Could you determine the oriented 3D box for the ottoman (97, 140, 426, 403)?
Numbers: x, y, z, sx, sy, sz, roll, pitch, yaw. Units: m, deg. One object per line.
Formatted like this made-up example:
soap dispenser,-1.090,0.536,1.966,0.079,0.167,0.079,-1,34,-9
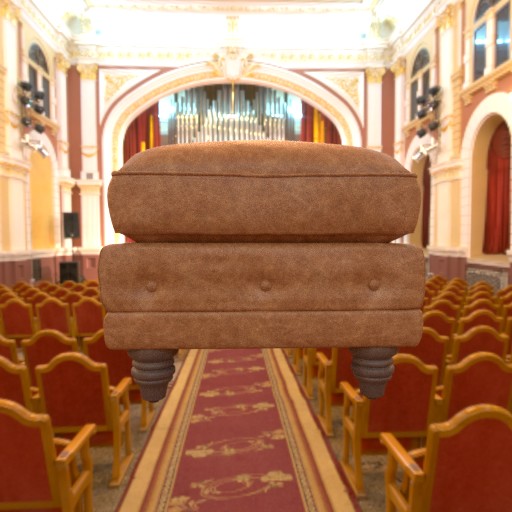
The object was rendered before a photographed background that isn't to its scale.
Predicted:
ottoman,0.000,0.000,1.059,0.533,0.480,0.710,0,2,-2
